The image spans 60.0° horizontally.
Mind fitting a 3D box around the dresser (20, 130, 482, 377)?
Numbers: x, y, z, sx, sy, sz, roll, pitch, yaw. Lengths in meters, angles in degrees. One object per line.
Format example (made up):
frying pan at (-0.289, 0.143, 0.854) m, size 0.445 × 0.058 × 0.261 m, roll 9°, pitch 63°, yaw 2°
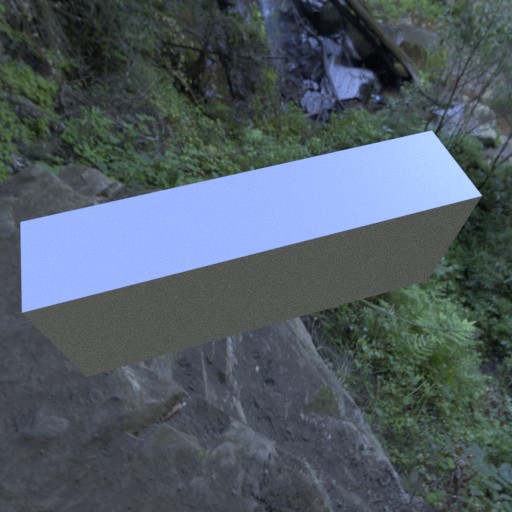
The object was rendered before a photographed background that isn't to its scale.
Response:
dresser at (0.000, 0.000, 2.511) m, size 2.200 × 0.840 × 0.500 m, roll -14°, pitch 58°, yaw -9°
